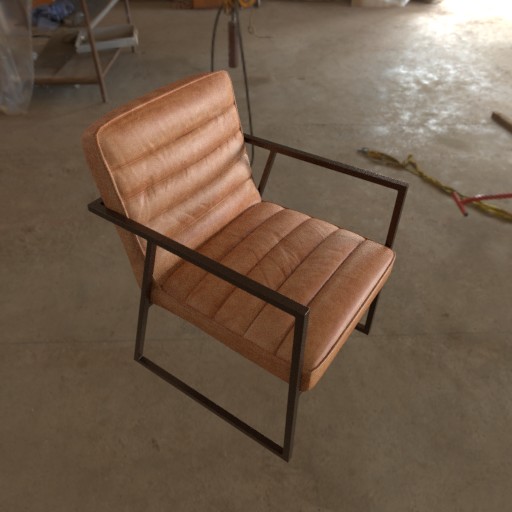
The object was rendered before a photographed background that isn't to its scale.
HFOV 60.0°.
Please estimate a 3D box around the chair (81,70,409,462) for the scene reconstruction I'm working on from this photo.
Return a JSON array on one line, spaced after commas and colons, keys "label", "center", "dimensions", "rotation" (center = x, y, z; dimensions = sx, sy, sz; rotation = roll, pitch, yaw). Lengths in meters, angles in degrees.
[{"label": "chair", "center": [0.000, 0.000, 1.275], "dimensions": [0.677, 0.832, 0.571], "rotation": [25, 47, 25]}]
